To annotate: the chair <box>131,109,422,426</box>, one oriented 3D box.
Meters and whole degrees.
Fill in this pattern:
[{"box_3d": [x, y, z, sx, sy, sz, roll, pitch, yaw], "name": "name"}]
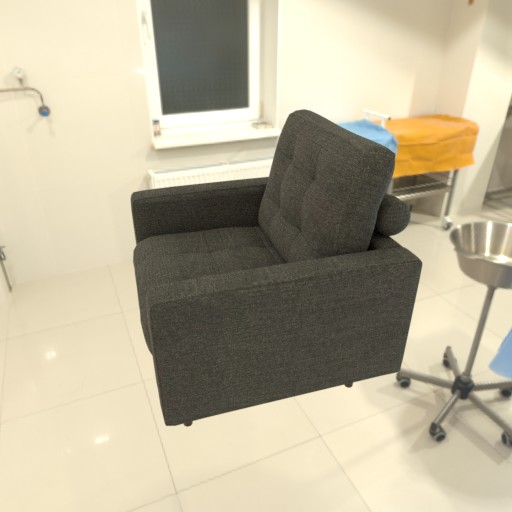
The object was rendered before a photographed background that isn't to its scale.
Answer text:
[{"box_3d": [0.000, 0.000, 1.573, 0.843, 0.880, 0.821, -8, 30, -15], "name": "chair"}]
